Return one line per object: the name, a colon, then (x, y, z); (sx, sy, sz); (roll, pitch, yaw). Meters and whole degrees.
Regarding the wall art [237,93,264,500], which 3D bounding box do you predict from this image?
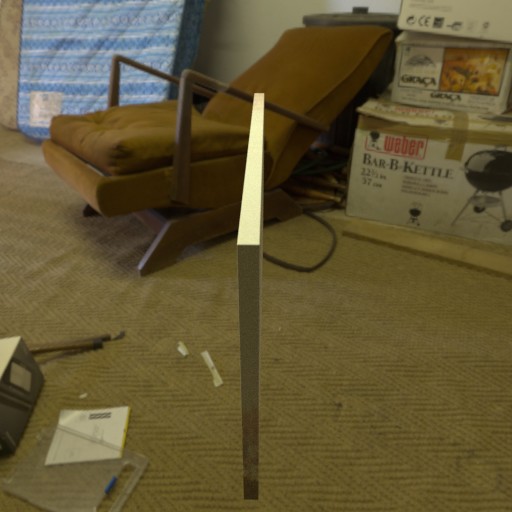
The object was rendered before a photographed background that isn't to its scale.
wall art: (0.000, 0.000, 1.416); (0.041, 0.758, 1.142); (1, 32, 1)
